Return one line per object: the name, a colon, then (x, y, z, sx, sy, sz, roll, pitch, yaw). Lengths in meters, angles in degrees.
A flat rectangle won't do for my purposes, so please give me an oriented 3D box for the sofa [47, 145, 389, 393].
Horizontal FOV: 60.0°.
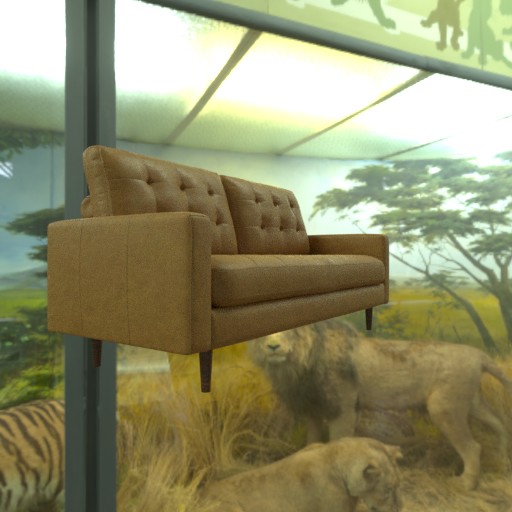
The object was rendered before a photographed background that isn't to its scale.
sofa: (0.000, 0.000, 2.262, 0.850, 0.898, 1.821, 0, 0, 35)
